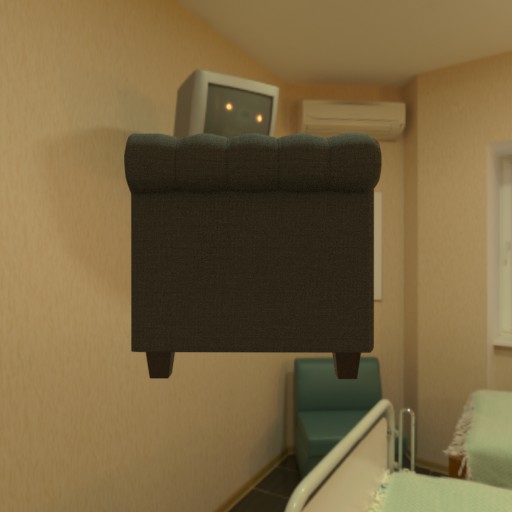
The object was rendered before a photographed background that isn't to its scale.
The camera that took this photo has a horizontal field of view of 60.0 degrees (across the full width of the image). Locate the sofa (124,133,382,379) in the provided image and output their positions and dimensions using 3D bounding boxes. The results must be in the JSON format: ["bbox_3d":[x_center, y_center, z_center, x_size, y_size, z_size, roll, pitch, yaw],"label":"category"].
[{"bbox_3d":[0.000,0.000,2.203,0.783,0.797,1.798,0,0,1],"label":"sofa"}]
